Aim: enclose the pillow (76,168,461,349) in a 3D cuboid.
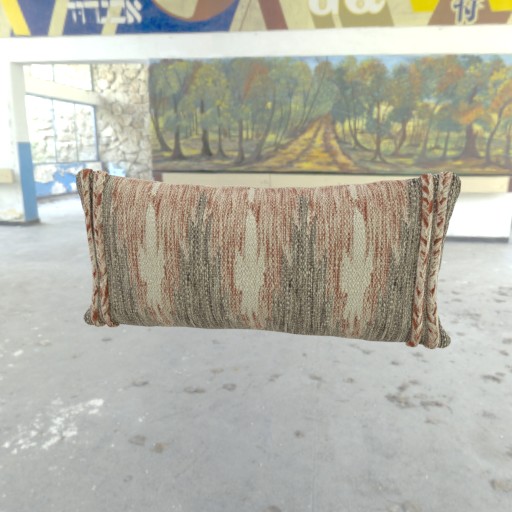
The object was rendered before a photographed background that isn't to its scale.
[{"bbox_3d":[0.000,0.000,0.734,0.635,0.282,0.139,2,14,9],"label":"pillow"}]
